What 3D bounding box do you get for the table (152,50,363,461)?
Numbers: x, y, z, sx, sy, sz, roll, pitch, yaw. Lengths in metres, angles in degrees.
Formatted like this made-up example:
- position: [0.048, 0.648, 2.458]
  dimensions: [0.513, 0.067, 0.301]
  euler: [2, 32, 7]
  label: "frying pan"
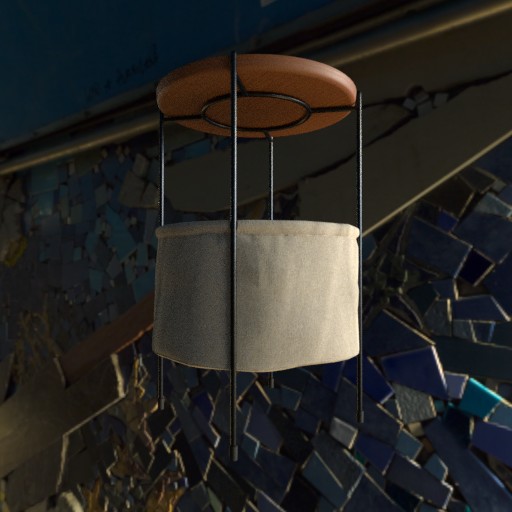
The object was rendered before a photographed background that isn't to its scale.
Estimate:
- position: [0.000, 0.000, 0.871]
  dimensions: [0.393, 0.623, 0.393]
  euler: [1, -1, -35]
  label: "table"
